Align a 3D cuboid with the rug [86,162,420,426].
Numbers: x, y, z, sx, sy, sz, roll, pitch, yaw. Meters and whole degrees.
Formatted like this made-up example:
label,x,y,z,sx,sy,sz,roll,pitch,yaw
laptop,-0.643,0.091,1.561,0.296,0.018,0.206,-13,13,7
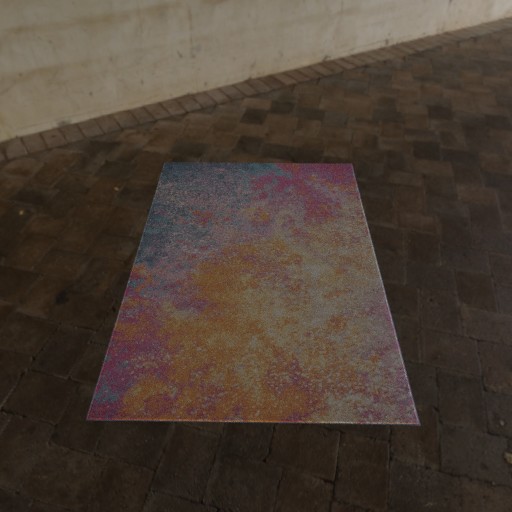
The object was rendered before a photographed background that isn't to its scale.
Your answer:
label,x,y,z,sx,sy,sz,roll,pitch,yaw
rug,0.000,0.000,3.699,2.007,0.013,2.896,1,44,1
